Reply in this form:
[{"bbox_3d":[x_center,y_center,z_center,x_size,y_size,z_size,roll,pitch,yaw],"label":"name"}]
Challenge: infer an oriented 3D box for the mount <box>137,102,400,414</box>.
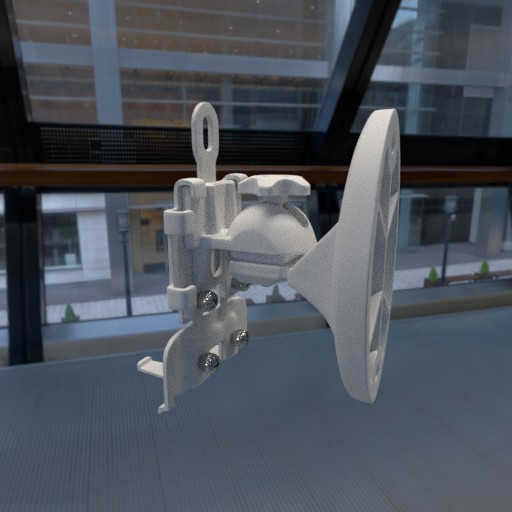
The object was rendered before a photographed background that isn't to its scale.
[{"bbox_3d":[0.000,0.000,0.177,0.100,0.118,0.066,7,15,25],"label":"mount"}]
